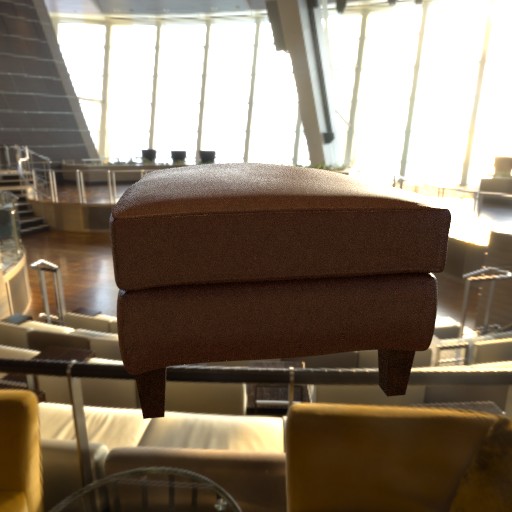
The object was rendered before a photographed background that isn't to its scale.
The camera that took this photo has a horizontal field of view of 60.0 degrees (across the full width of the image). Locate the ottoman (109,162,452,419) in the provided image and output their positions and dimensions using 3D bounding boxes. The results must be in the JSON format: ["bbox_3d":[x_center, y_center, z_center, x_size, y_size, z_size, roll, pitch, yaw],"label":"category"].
[{"bbox_3d":[0.000,0.000,1.226,0.650,0.485,0.851,-2,16,-9],"label":"ottoman"}]
